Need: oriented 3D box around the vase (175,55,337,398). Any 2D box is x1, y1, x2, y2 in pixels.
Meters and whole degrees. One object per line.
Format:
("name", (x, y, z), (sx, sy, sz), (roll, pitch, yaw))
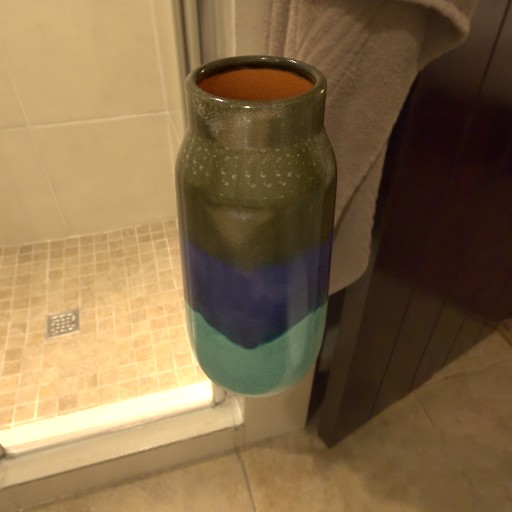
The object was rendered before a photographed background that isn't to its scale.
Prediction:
("vase", (0.000, 0.000, 0.392), (0.139, 0.313, 0.139), (0, 41, 0))
